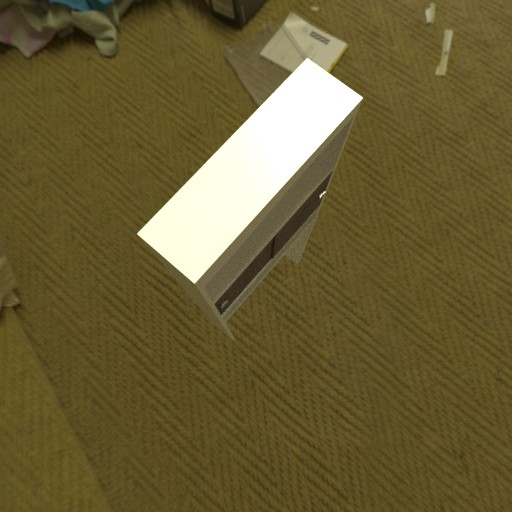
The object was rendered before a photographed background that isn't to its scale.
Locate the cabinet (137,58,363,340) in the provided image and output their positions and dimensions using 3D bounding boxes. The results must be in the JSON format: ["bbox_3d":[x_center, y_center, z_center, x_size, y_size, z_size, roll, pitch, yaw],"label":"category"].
[{"bbox_3d":[0.000,0.000,1.951,0.192,1.770,0.643,40,79,10],"label":"cabinet"}]
